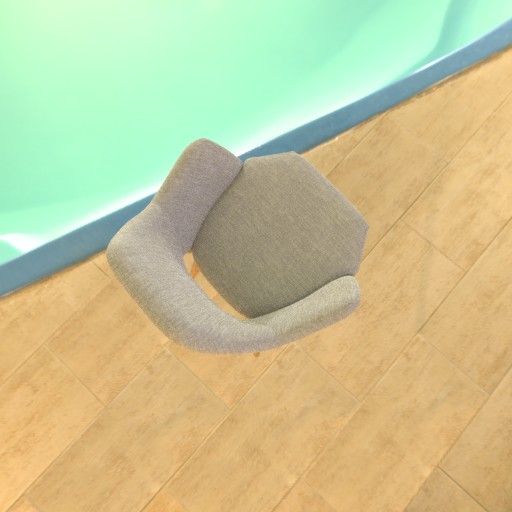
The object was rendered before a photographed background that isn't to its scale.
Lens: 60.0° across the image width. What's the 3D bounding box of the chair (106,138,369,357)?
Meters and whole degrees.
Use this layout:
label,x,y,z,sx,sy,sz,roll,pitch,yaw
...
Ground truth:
label,x,y,z,sx,sy,sz,roll,pitch,yaw
chair,0.000,0.000,1.282,0.610,0.840,0.590,-41,78,-10
